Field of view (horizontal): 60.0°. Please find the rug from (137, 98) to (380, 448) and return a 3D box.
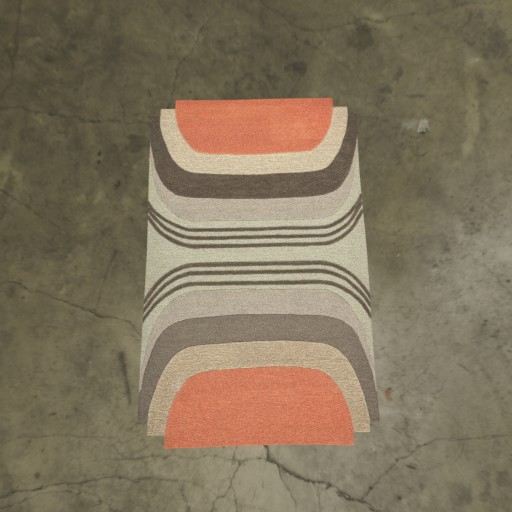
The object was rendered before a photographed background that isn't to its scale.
[{"bbox_3d":[0.000,0.000,3.048,1.530,0.017,2.446,-1,76,0],"label":"rug"}]
